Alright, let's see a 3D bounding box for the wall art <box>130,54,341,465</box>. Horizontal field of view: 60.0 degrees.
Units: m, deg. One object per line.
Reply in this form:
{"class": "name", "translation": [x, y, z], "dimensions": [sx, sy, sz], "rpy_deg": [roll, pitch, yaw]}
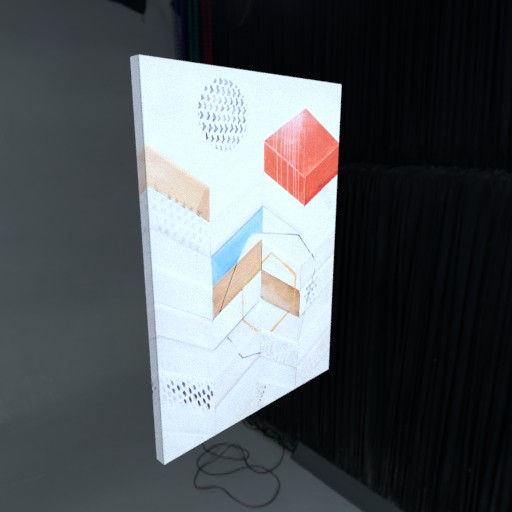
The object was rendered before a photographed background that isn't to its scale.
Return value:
{"class": "wall art", "translation": [0.000, 0.000, 1.102], "dimensions": [0.613, 0.848, 0.036], "rpy_deg": [-14, 20, -43]}
